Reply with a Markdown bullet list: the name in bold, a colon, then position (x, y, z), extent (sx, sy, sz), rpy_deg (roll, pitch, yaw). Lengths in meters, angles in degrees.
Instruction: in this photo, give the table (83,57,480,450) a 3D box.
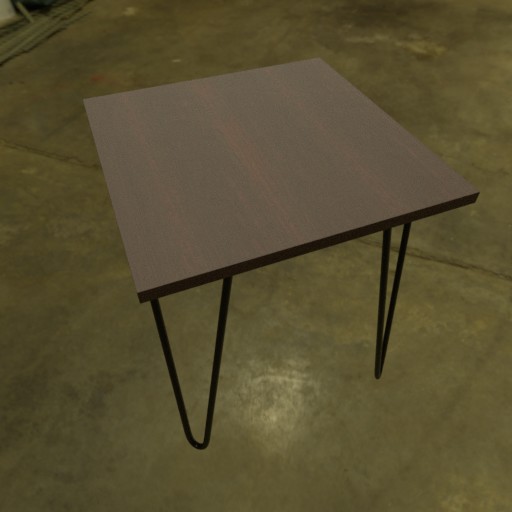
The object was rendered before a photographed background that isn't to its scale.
- **table**: position (0.000, 0.000, 0.933), extent (0.495, 0.559, 0.495), rpy_deg (-16, 49, -15)
